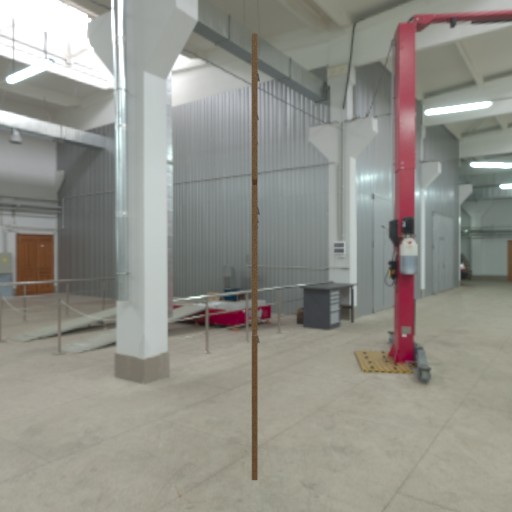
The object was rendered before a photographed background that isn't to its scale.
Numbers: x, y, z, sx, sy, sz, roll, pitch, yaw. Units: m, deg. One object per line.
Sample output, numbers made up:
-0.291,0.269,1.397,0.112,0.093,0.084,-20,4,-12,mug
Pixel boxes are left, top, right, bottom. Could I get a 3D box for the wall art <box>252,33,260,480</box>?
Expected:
0.000,0.000,1.362,0.018,0.913,0.915,0,0,0,wall art
